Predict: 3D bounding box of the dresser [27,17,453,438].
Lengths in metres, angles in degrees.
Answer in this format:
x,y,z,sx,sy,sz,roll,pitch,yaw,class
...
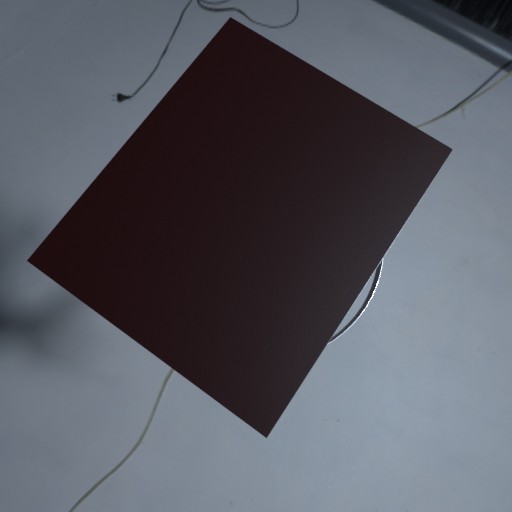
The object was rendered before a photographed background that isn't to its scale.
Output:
x,y,z,sx,sy,sz,roll,pitch,yaw,class
0.000,0.000,0.749,0.360,0.470,0.400,34,79,8,dresser
